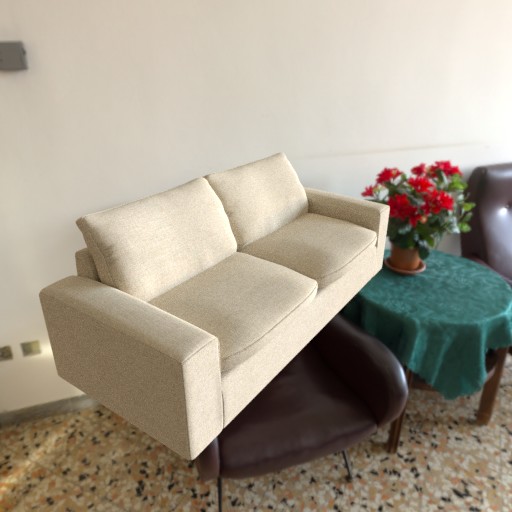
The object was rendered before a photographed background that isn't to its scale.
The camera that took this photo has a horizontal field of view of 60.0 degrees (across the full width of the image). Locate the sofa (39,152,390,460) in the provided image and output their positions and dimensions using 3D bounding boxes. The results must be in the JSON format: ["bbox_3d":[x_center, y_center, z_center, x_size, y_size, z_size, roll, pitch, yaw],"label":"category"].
[{"bbox_3d":[0.000,0.000,2.823,1.040,0.922,2.299,17,30,31],"label":"sofa"}]
